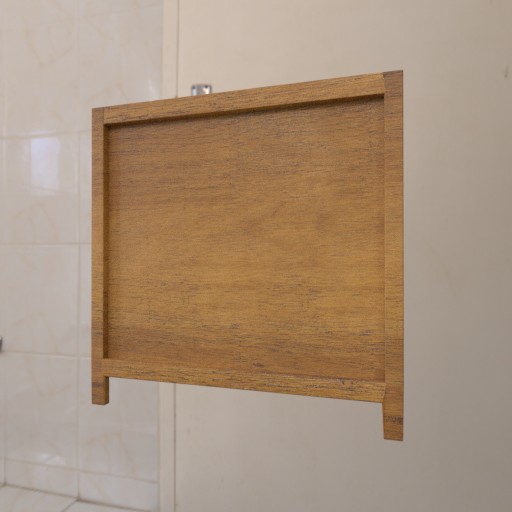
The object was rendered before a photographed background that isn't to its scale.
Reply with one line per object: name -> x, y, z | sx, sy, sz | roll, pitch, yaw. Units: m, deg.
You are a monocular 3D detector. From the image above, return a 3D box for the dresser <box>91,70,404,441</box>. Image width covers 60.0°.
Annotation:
dresser -> 0.000, 0.000, 1.279 | 0.804, 0.804, 0.427 | 0, 0, 18
